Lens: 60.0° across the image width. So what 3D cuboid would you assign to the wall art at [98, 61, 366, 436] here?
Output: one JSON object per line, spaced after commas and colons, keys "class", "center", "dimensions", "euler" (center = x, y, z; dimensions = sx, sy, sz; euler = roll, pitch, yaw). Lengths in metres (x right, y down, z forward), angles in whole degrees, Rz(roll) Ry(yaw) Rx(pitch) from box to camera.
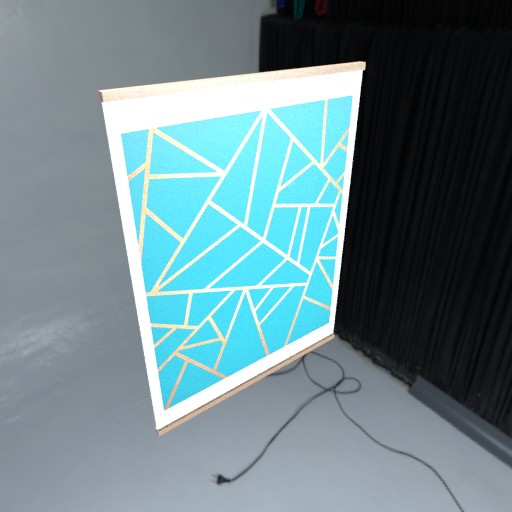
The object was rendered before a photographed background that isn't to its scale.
{"class": "wall art", "center": [0.000, 0.000, 0.793], "dimensions": [0.459, 0.608, 0.012], "euler": [-21, 36, -31]}
